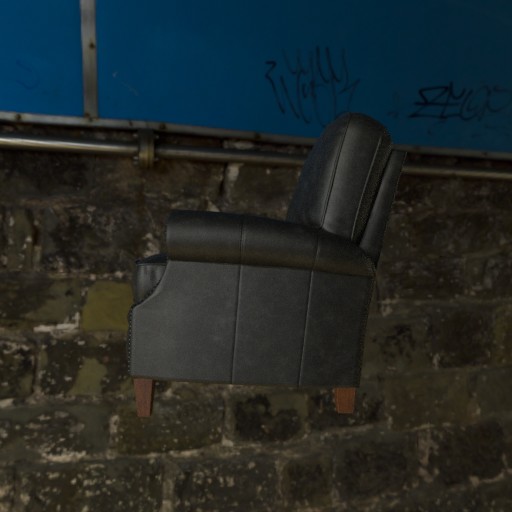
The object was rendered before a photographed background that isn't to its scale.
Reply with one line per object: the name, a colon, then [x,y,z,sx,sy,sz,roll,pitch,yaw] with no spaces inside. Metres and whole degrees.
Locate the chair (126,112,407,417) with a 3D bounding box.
chair: [0.000,0.000,1.773,0.986,1.018,0.936,0,-1,-1]
